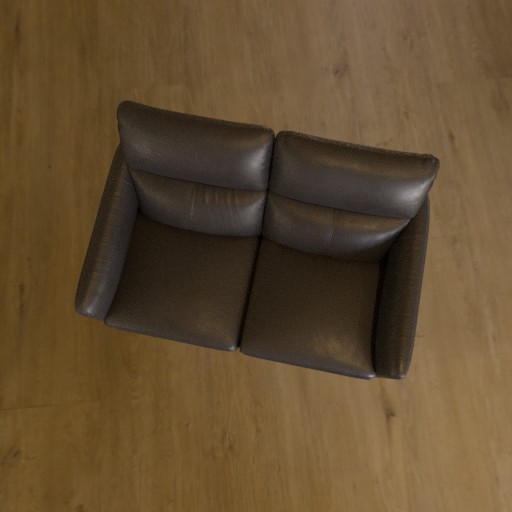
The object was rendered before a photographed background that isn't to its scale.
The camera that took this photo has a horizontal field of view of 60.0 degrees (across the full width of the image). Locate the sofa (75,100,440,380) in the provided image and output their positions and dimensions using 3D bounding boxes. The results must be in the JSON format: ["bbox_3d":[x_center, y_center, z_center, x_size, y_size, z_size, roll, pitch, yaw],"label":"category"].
[{"bbox_3d":[0.000,0.000,2.194,1.596,0.920,0.958,11,76,3],"label":"sofa"}]
